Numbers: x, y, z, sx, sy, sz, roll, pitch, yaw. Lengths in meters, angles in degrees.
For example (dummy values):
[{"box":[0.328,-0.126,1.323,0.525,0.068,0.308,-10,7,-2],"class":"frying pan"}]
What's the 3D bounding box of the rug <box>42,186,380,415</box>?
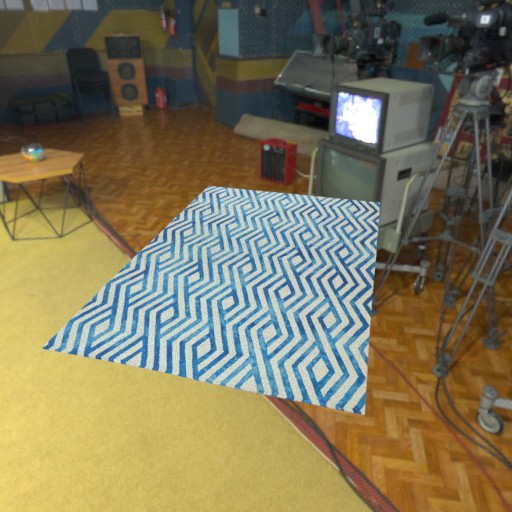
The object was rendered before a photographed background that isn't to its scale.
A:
[{"box":[0.000,0.000,2.340,1.225,0.008,1.830,8,30,13],"class":"rug"}]
